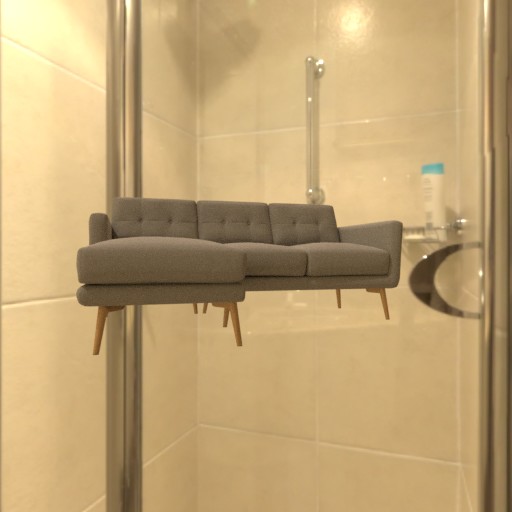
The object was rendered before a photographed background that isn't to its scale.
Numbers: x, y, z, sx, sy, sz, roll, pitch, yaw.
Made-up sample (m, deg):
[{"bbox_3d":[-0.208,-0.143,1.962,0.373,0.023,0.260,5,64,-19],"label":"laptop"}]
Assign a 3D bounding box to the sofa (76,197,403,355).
[{"bbox_3d":[0.000,0.000,2.854,2.040,0.860,1.530,0,0,-17],"label":"sofa"}]
